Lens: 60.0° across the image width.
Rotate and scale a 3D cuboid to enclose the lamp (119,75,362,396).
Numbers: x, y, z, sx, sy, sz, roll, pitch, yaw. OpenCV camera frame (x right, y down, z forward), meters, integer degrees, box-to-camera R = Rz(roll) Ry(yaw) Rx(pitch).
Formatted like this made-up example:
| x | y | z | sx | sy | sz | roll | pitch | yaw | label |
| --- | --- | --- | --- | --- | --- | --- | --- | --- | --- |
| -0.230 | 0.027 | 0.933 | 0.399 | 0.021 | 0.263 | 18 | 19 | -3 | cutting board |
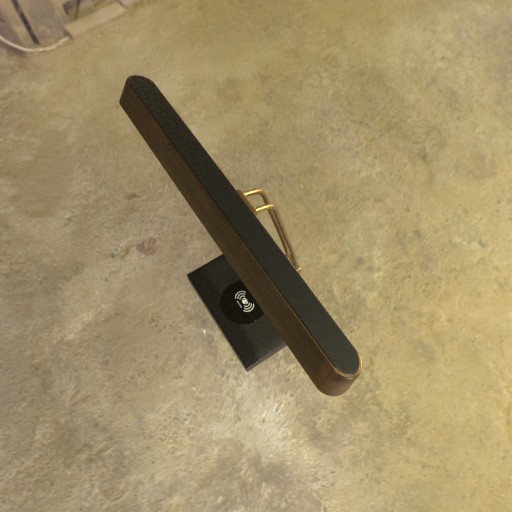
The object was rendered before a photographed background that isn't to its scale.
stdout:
| x | y | z | sx | sy | sz | roll | pitch | yaw | label |
| --- | --- | --- | --- | --- | --- | --- | --- | --- | --- |
| 0.000 | 0.000 | 0.592 | 0.156 | 0.345 | 0.412 | -31 | 69 | -13 | lamp |
